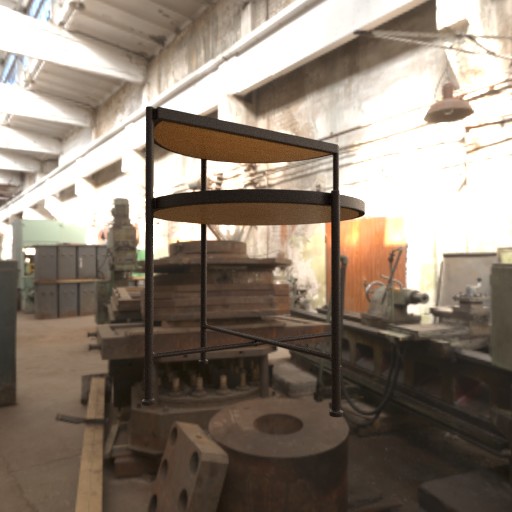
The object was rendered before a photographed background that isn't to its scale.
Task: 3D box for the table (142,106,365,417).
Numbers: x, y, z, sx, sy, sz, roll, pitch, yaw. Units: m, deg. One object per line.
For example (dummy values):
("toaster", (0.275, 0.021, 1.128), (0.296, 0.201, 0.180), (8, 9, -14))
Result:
("table", (0.000, 0.000, 1.193), (0.629, 0.684, 0.628), (1, -1, -35))
